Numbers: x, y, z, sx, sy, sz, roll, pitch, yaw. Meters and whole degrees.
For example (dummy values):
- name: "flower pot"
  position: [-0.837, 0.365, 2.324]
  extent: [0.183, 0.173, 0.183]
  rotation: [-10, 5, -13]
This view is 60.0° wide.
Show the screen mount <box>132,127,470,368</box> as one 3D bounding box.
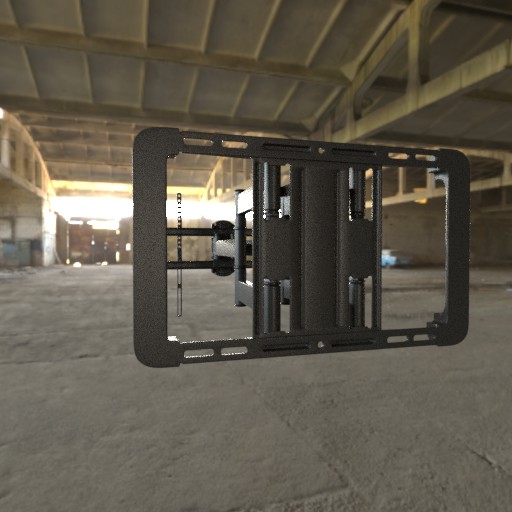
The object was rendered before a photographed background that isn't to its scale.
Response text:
- name: "screen mount"
  position: [0.000, 0.000, 1.318]
  extent: [0.725, 0.483, 0.905]
  rotation: [0, 1, -17]
